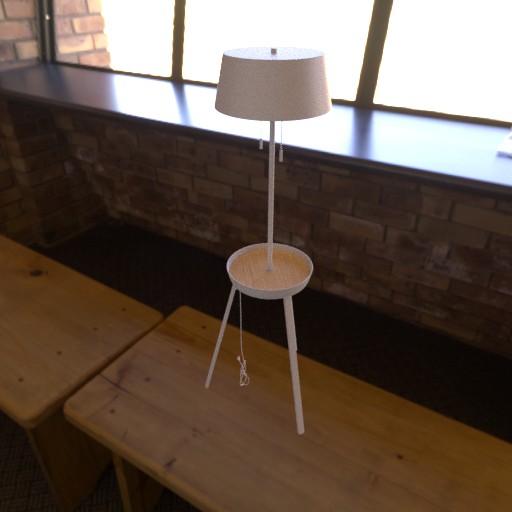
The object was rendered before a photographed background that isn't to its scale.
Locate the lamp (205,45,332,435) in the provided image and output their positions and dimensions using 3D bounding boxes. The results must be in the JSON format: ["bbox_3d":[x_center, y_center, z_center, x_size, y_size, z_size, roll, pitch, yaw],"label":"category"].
[{"bbox_3d":[0.000,0.000,1.672,0.468,1.429,0.508,0,32,0],"label":"lamp"}]
